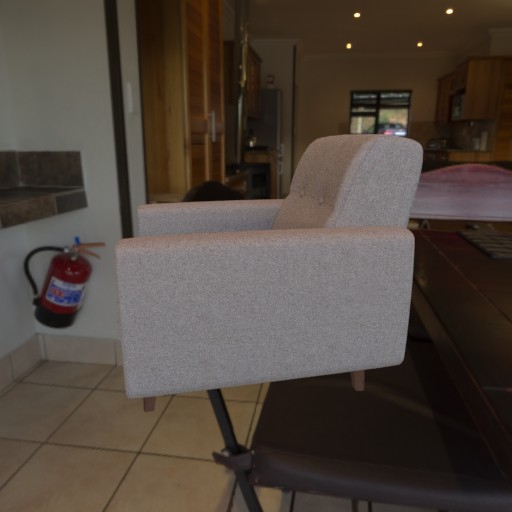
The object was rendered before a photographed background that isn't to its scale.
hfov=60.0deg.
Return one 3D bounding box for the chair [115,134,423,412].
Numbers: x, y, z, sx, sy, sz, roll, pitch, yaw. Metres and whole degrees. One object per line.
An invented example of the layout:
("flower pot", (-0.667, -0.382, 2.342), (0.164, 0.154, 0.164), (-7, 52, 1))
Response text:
("chair", (0.000, 0.000, 1.585), (0.907, 0.839, 0.831), (-2, 14, -10))
